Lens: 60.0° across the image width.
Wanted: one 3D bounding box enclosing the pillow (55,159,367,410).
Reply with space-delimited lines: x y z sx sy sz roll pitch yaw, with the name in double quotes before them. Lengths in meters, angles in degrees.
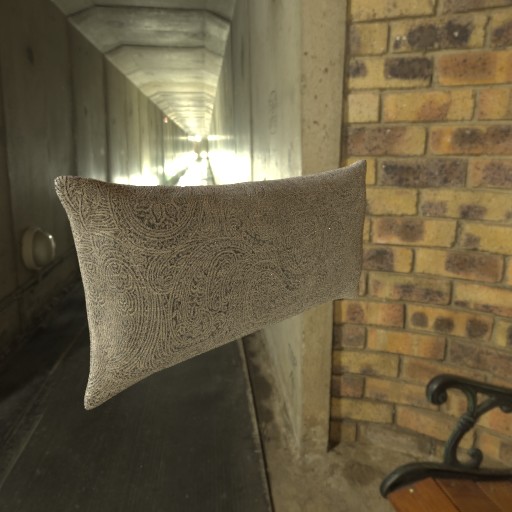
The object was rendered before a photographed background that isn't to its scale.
"pillow" 0.000 0.000 0.730 0.615 0.295 0.151 -14 20 -42
